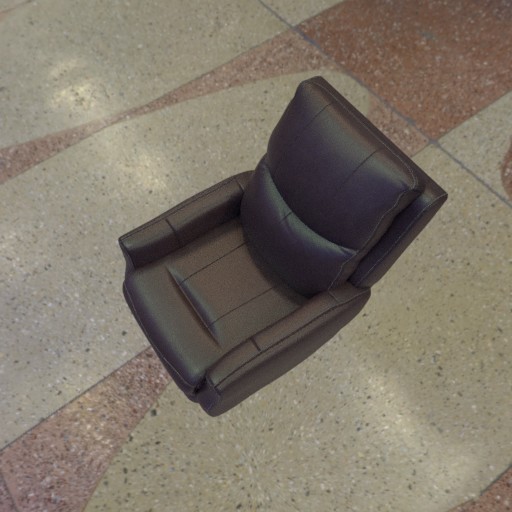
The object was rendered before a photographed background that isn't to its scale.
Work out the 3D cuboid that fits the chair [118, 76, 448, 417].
[{"bbox_3d":[0.000,0.000,1.815,1.080,1.030,0.829,-32,68,-15],"label":"chair"}]
